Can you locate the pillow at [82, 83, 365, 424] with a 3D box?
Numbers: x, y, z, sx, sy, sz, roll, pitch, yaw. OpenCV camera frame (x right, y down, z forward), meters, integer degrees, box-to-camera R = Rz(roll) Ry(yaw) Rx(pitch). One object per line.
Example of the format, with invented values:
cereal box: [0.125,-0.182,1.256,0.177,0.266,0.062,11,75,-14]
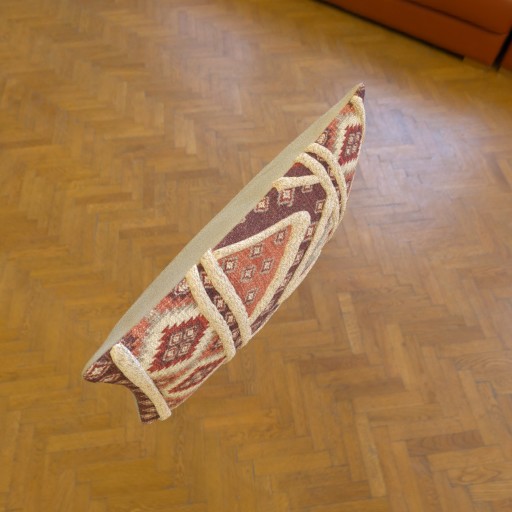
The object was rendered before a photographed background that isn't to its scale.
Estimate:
pillow: [0.000,0.000,0.719,0.161,0.295,0.608,32,63,19]
